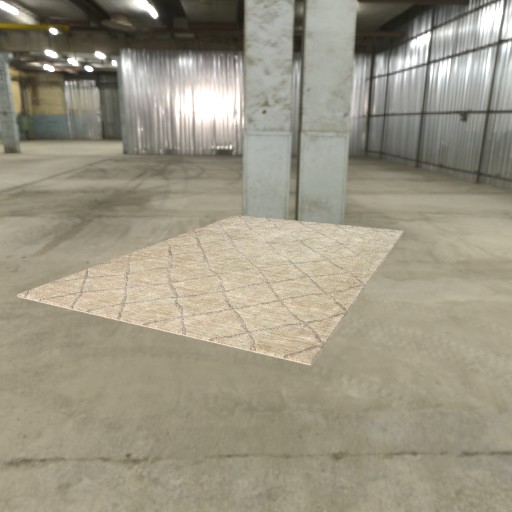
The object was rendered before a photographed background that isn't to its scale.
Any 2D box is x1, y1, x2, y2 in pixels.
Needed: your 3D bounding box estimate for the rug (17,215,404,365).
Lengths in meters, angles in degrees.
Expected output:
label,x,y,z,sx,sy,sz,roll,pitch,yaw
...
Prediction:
label,x,y,z,sx,sy,sz,roll,pitch,yaw
rug,0.000,0.000,2.856,1.521,0.015,2.280,8,18,24
